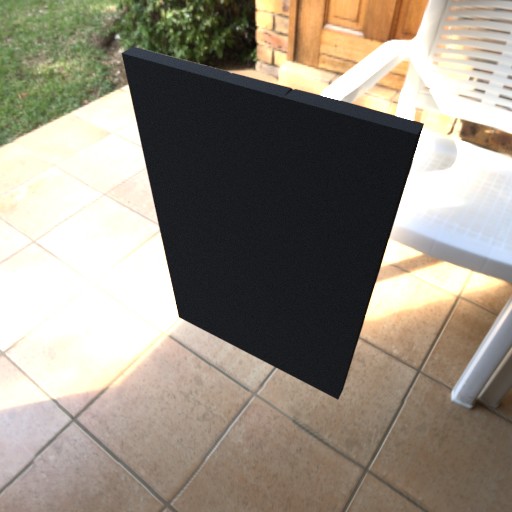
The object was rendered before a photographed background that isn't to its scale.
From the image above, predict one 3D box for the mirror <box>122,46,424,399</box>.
[{"bbox_3d":[0.000,0.000,1.137,0.606,0.912,0.044,23,51,20],"label":"mirror"}]
